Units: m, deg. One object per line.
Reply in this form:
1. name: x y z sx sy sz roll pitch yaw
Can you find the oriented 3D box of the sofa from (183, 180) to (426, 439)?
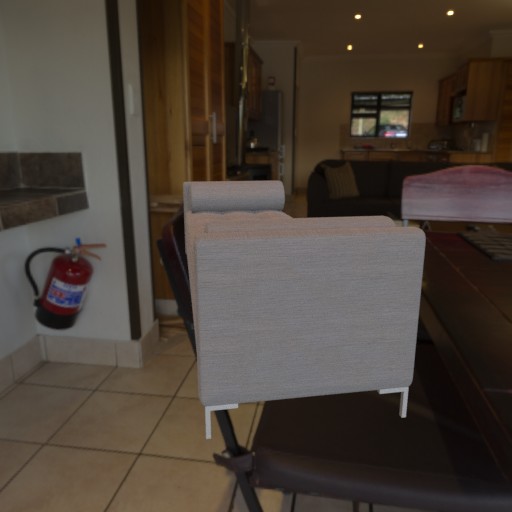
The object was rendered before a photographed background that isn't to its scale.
1. sofa: 0.000 0.000 2.261 0.686 0.635 1.981 -2 14 -10
